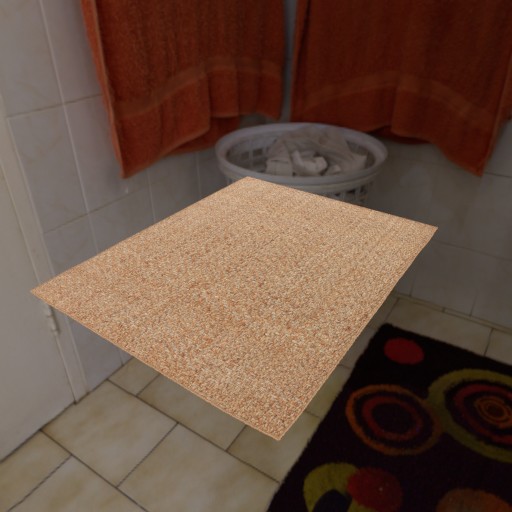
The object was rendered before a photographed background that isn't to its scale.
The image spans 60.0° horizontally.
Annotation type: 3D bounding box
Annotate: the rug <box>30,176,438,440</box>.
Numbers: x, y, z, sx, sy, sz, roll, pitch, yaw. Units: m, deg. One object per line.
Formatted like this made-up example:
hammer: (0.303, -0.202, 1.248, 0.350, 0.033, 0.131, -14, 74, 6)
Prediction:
rug: (0.000, 0.000, 4.068, 2.439, 0.013, 3.048, 20, 37, 29)
